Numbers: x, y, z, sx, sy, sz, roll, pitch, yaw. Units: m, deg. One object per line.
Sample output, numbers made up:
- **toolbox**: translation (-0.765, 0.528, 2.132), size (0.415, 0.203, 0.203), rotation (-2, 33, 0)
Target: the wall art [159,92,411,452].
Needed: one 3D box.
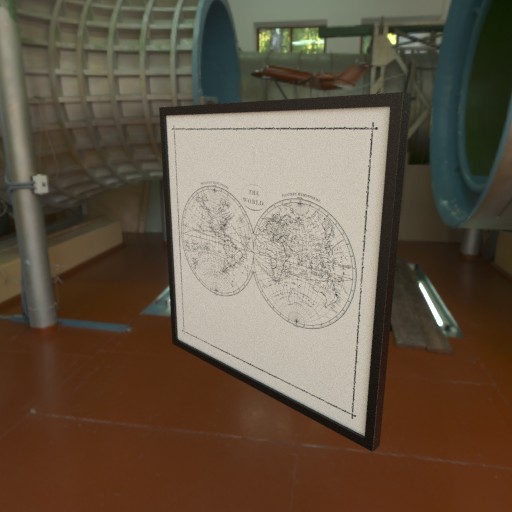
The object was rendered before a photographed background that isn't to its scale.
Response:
- **wall art**: translation (0.000, 0.000, 1.178), size (0.773, 0.775, 0.031), rotation (15, 21, 42)
